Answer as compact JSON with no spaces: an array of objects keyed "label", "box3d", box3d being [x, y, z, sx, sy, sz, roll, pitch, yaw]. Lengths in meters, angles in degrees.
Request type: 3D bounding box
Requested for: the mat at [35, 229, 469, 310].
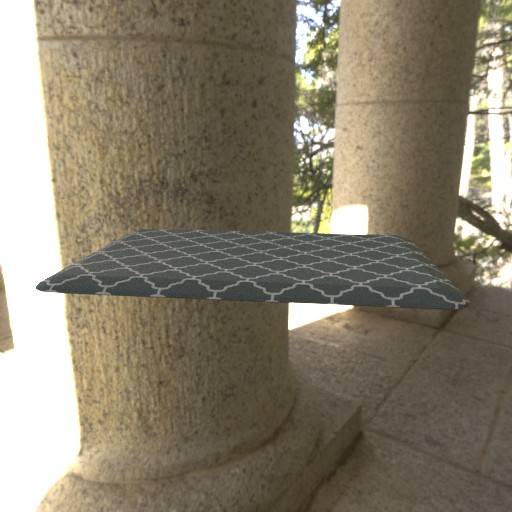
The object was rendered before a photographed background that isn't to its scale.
[{"label":"mat","box3d":[0.000,0.000,0.985,0.762,0.021,0.508,2,15,6]}]
